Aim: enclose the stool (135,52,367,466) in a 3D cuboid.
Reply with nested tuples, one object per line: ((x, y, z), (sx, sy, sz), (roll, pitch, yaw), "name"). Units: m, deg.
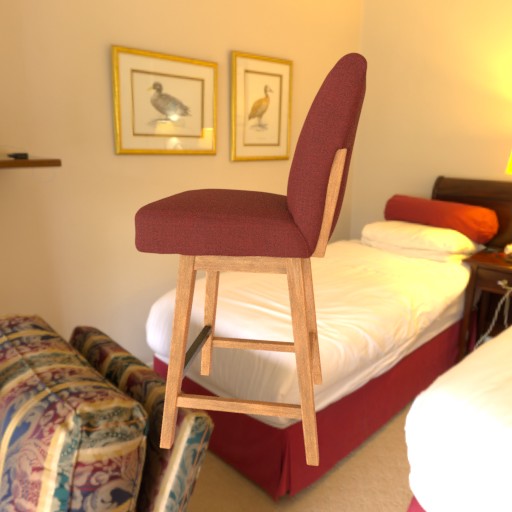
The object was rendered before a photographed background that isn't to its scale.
((0.000, 0.000, 1.307), (0.562, 1.038, 0.468), (2, 15, 9), "stool")
